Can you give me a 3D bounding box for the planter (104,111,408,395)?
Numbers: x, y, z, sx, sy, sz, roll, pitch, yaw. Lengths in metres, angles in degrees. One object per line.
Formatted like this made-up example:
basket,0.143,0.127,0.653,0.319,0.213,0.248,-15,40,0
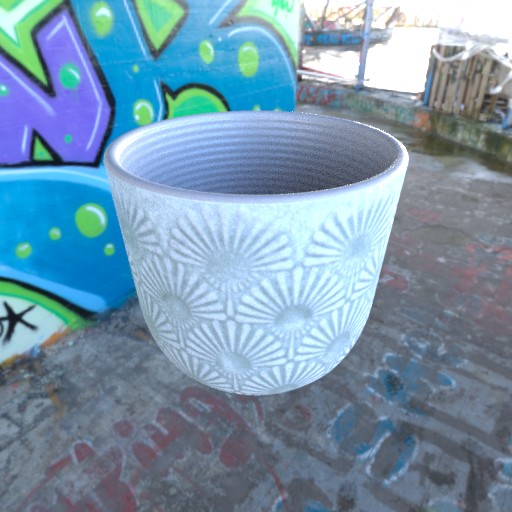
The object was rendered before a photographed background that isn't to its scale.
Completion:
planter,0.000,0.000,0.294,0.170,0.152,0.170,0,30,0
